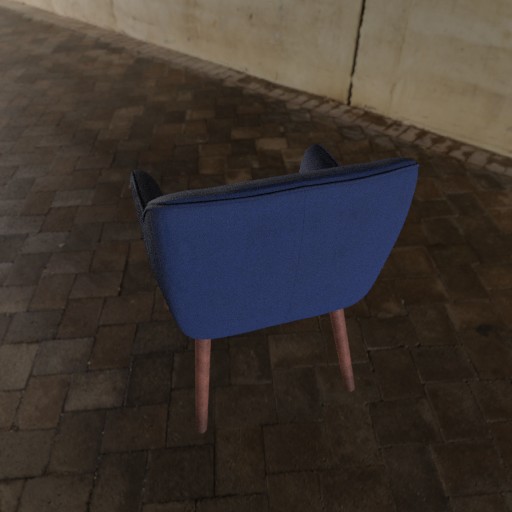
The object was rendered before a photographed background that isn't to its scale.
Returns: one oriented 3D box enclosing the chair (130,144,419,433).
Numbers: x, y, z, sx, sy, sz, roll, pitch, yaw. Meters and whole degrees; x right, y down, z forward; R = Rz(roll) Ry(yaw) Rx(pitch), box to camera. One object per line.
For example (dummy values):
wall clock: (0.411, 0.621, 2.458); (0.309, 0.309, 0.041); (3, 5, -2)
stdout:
chair: (0.000, 0.000, 1.242); (0.600, 0.820, 0.600); (-11, 43, -12)
